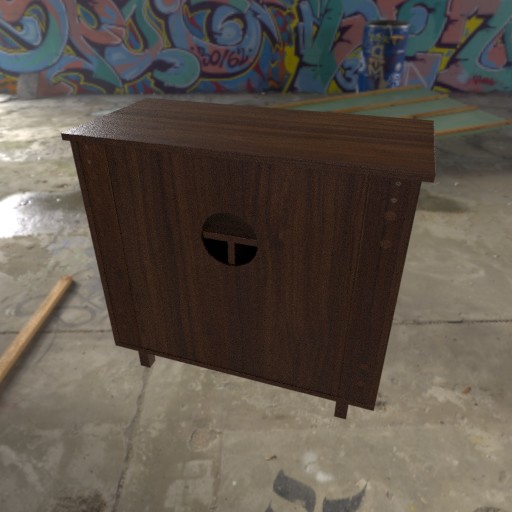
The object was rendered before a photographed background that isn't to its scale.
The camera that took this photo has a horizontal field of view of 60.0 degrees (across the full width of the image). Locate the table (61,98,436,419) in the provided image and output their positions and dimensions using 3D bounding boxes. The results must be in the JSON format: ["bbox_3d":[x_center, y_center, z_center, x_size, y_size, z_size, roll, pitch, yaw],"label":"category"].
[{"bbox_3d":[0.000,0.000,1.242,0.802,0.725,0.390,10,33,16],"label":"table"}]
